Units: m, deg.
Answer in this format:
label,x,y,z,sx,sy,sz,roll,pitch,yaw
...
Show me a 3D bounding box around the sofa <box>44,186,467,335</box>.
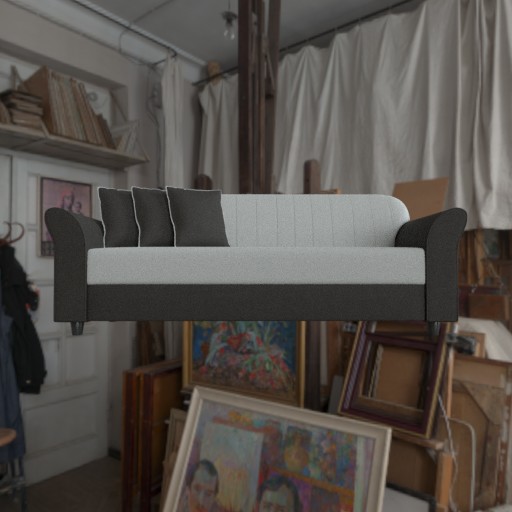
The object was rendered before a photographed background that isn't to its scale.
label,x,y,z,sx,sy,sz,roll,pitch,yaw
sofa,0.000,0.000,2.461,2.001,0.787,0.755,0,-2,0
